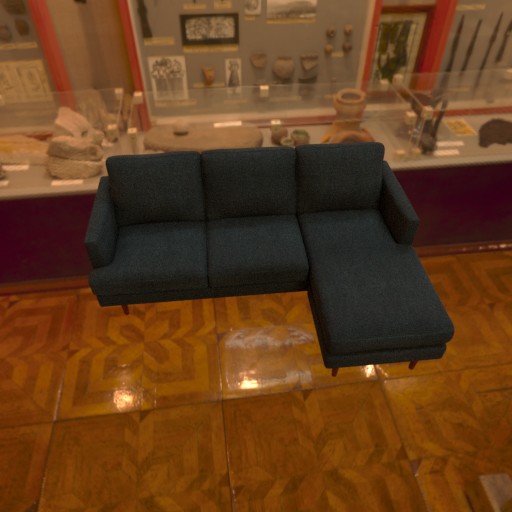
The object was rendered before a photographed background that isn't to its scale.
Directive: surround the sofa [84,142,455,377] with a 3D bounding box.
[{"bbox_3d":[0.000,0.000,3.041,2.233,0.956,1.504,-4,45,-4],"label":"sofa"}]
